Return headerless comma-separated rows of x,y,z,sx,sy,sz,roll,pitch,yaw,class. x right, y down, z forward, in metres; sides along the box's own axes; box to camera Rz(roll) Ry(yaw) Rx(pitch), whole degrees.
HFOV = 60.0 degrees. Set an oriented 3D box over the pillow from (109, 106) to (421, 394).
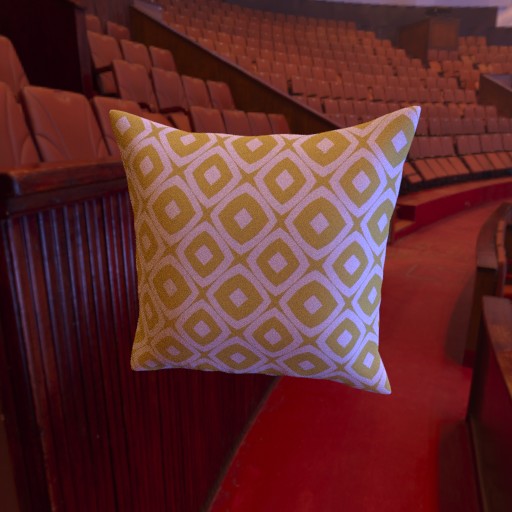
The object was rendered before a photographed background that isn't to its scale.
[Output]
0.000,0.000,0.776,0.504,0.494,0.188,3,16,10,pillow
